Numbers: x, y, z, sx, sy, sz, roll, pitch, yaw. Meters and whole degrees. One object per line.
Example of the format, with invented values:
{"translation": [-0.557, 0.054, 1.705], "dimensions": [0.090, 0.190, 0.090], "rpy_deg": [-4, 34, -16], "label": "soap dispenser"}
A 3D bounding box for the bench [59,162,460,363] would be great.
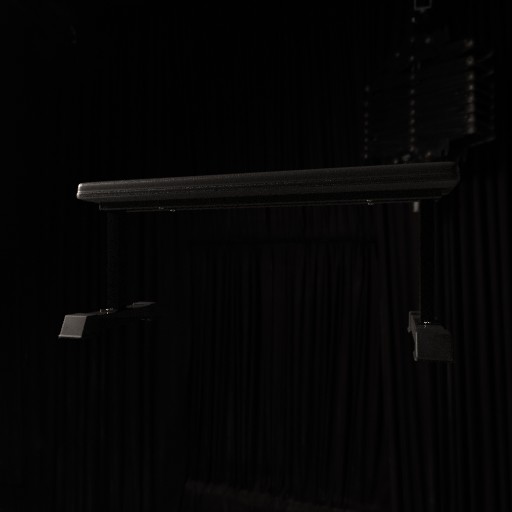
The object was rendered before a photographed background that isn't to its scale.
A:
{"translation": [0.000, 0.000, 1.293], "dimensions": [1.072, 0.453, 0.439], "rpy_deg": [0, 0, 17], "label": "bench"}
